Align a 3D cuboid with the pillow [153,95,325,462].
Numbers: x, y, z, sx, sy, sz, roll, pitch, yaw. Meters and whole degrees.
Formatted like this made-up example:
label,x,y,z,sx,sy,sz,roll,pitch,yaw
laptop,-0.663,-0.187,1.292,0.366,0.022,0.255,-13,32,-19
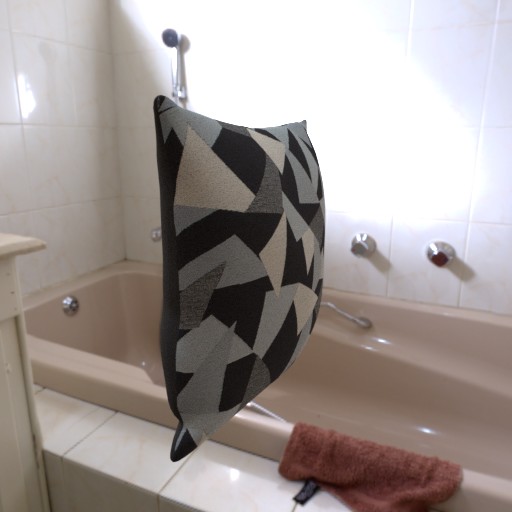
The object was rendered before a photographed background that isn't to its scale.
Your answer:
label,x,y,z,sx,sy,sz,roll,pitch,yaw
pillow,0.000,0.000,0.780,0.208,0.496,0.503,7,16,26
